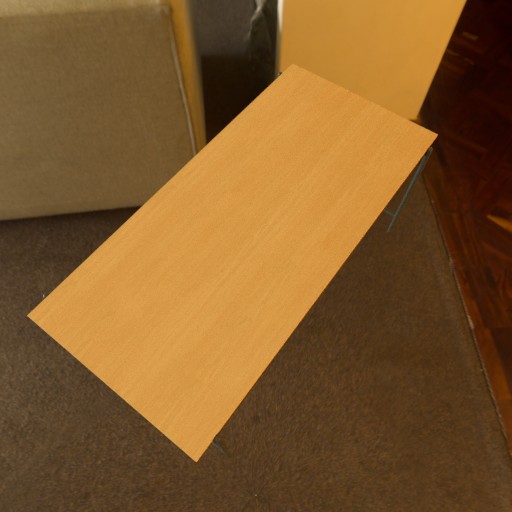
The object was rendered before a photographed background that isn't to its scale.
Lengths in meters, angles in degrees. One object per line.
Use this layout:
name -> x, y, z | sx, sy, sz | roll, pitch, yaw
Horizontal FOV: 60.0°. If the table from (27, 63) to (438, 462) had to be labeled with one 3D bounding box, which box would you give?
table -> 0.000, 0.000, 2.260 | 0.900, 0.758, 1.800 | 33, 67, 17
